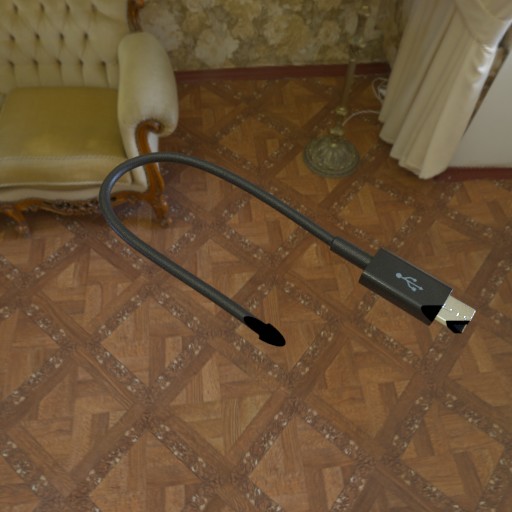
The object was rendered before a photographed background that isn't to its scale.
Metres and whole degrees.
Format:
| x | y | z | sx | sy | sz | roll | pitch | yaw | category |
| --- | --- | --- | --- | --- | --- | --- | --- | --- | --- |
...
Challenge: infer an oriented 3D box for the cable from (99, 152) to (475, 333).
| x | y | z | sx | sy | sz | roll | pitch | yaw | category |
| --- | --- | --- | --- | --- | --- | --- | --- | --- | --- |
| 0.000 | 0.000 | 0.110 | 0.098 | 0.006 | 0.040 | 33 | 64 | 19 | cable |
